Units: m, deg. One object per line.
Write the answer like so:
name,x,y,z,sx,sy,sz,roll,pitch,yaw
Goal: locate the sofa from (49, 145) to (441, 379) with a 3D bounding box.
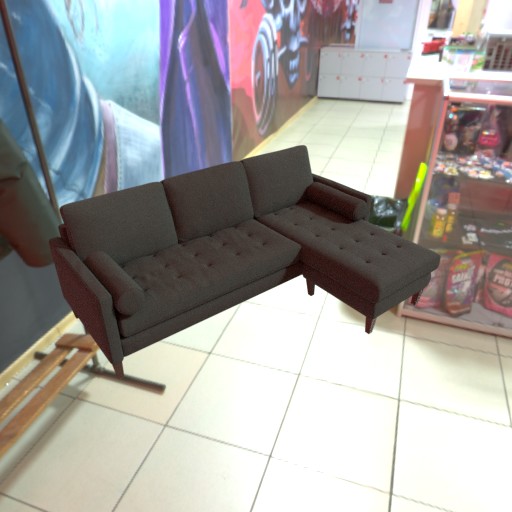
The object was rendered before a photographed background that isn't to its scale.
sofa,0.000,0.000,2.951,2.178,0.876,1.506,-22,37,-32
